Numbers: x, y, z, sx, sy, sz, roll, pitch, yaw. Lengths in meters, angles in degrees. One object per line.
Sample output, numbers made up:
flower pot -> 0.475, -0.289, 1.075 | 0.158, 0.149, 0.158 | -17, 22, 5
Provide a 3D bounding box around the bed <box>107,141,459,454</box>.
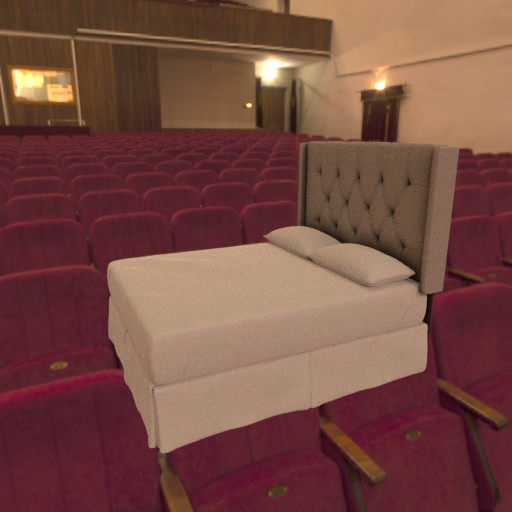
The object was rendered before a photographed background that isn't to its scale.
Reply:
bed -> 0.000, 0.000, 3.355 | 2.066, 1.665, 1.719 | -7, 17, -25
